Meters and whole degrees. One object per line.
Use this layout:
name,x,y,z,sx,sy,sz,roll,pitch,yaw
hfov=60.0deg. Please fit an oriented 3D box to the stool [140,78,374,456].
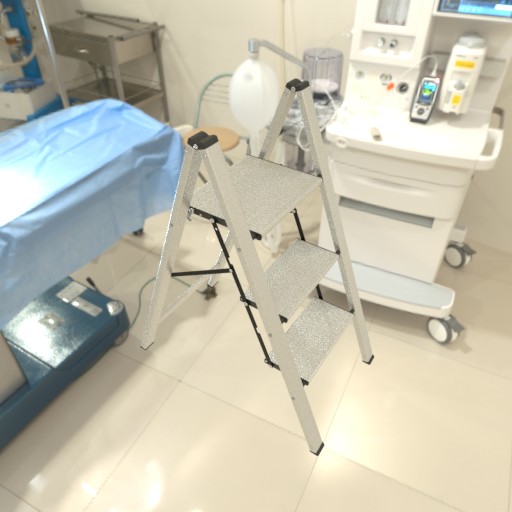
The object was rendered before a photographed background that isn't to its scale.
stool,0.000,0.000,1.311,0.730,0.902,0.441,23,45,25
